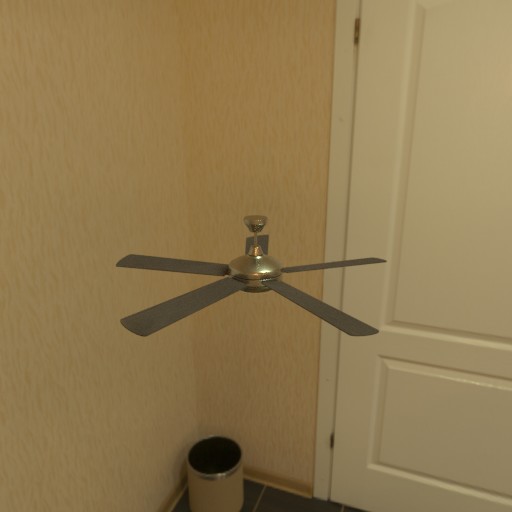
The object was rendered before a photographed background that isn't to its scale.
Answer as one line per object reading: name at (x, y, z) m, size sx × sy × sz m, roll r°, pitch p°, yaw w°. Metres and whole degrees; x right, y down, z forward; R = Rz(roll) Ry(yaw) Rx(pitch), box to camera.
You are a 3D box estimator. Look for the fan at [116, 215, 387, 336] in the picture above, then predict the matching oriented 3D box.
fan at (0.000, 0.000, 2.011) m, size 1.321 × 0.356 × 1.321 m, roll -2°, pitch 18°, yaw -8°
